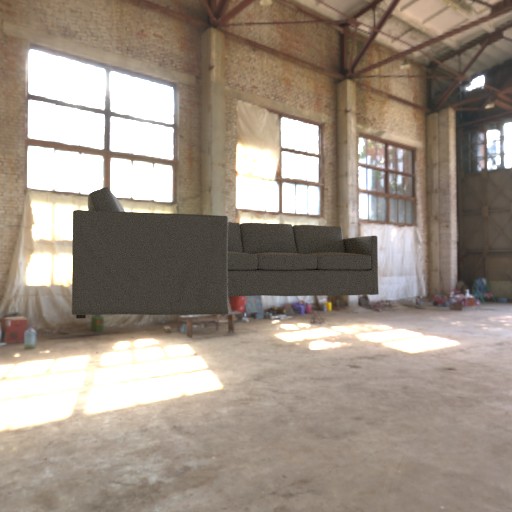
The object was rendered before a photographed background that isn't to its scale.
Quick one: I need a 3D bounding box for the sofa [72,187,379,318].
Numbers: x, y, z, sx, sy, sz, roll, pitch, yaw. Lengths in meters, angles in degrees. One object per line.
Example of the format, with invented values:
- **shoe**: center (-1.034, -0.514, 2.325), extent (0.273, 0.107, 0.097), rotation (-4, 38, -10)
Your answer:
- **sofa**: center (0.000, 0.000, 4.392), extent (3.182, 0.871, 2.432), rotation (0, -1, -18)
